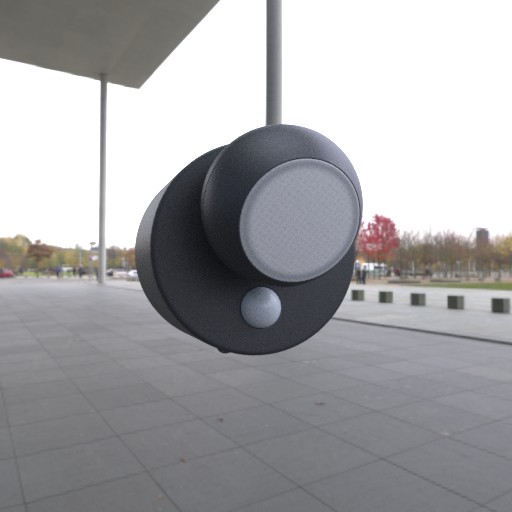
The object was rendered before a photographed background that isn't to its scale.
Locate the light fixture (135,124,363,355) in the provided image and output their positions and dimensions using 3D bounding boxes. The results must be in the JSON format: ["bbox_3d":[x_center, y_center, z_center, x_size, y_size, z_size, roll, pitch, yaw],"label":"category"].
[{"bbox_3d":[0.000,0.000,0.263,0.134,0.143,0.160,1,-2,-17],"label":"light fixture"}]
